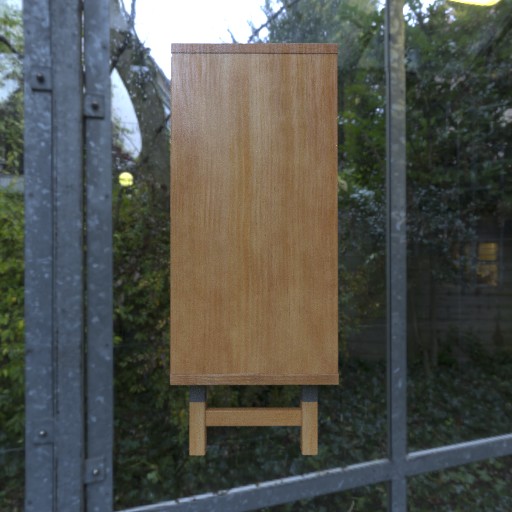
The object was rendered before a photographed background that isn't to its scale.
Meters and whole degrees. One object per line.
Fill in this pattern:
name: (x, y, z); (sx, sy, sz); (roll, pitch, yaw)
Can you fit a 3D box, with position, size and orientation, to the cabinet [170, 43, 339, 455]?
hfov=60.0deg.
cabinet: (0.000, 0.000, 1.446); (0.419, 1.001, 0.800); (0, -1, 0)
